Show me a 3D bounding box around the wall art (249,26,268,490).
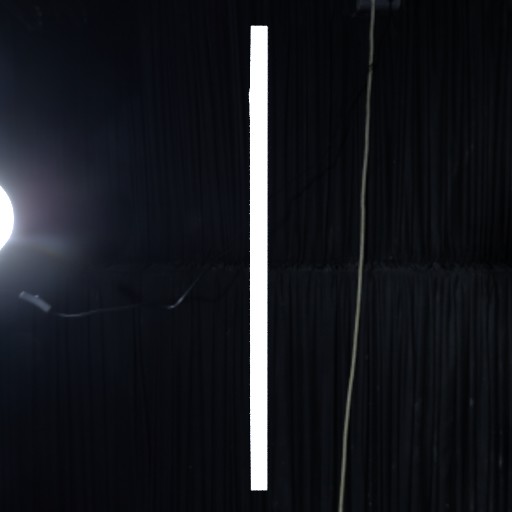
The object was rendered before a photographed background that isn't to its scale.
[{"bbox_3d":[0.000,0.000,1.409,0.042,1.056,0.805,0,2,-1],"label":"wall art"}]
